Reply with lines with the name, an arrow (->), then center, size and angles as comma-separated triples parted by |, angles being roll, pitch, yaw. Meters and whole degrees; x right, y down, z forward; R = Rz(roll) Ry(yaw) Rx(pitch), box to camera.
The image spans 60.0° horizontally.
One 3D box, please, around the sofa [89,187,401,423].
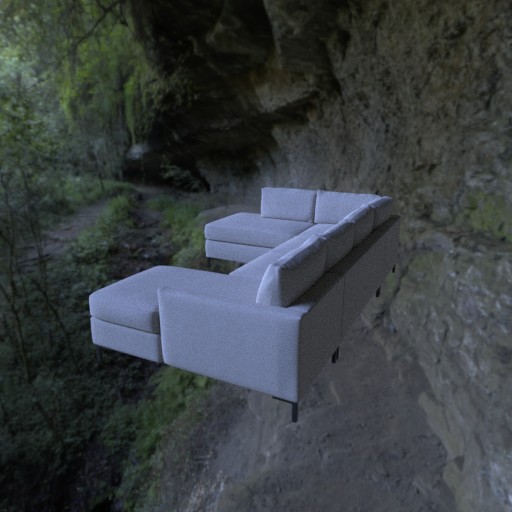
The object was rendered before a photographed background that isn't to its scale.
sofa -> 0.000, 0.000, 3.906 | 1.989, 0.862, 2.984 | 8, 18, 26
